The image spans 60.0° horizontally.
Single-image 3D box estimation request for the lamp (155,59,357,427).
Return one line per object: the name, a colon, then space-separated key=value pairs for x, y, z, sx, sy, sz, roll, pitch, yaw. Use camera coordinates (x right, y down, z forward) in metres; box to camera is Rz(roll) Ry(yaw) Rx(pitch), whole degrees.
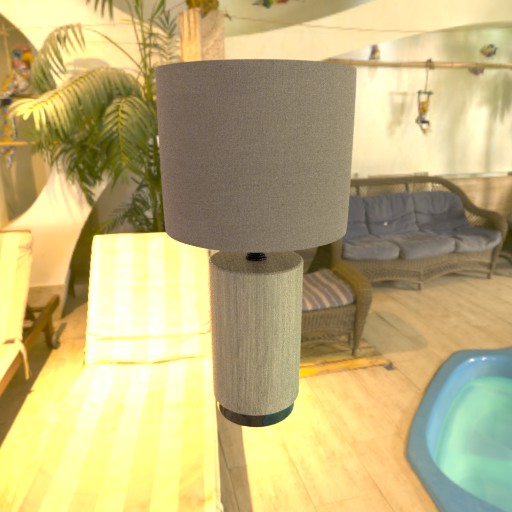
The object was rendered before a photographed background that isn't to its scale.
lamp: x=0.000 y=0.000 z=0.575 sx=0.228 sy=0.444 sz=0.228 roll=-3 pitch=18 yaw=-9
